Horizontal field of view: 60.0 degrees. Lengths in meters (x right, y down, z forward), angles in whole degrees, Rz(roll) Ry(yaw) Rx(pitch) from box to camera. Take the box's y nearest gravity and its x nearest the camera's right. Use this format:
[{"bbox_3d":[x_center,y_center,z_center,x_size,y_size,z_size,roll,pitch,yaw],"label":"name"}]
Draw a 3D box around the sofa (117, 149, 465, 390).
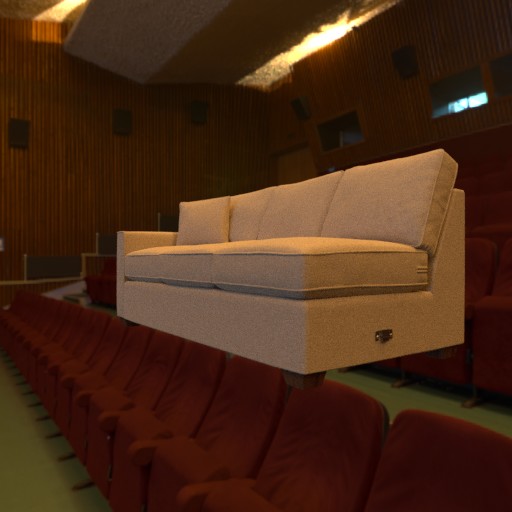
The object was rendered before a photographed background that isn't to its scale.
[{"bbox_3d":[0.000,0.000,2.542,1.034,0.946,1.962,0,-1,-35],"label":"sofa"}]
